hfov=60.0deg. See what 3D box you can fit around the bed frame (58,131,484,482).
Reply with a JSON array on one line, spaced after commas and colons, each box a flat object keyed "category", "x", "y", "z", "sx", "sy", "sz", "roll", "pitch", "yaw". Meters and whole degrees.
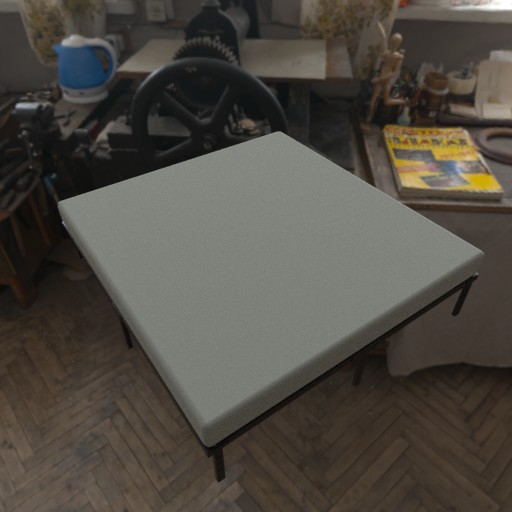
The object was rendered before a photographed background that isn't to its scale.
[{"category": "bed frame", "x": 0.000, "y": 0.000, "z": 3.879, "sx": 2.526, "sy": 0.680, "sz": 2.635, "roll": -25, "pitch": 47, "yaw": -26}]
